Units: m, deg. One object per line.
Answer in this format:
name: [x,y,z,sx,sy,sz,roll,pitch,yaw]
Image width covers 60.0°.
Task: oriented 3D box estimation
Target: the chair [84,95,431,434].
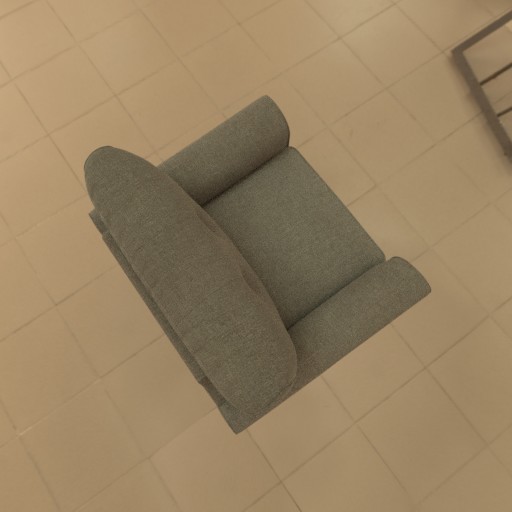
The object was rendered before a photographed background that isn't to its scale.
chair: [0.000,0.000,1.624,0.816,0.890,0.941,-35,77,-9]
